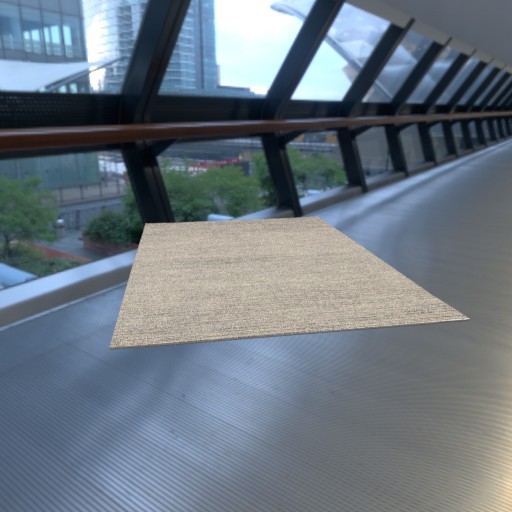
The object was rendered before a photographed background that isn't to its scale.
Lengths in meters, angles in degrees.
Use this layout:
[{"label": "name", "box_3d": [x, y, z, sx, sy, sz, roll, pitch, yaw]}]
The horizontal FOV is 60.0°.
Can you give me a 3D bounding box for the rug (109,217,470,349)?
[{"label": "rug", "box_3d": [0.000, 0.000, 2.990, 1.604, 0.030, 2.307, -3, 17, -9]}]
